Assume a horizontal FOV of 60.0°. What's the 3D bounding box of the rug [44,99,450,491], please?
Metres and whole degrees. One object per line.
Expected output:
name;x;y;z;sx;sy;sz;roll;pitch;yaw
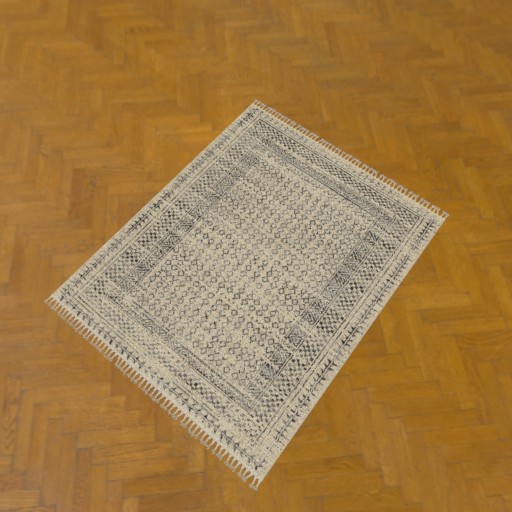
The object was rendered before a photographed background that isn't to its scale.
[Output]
rug;0.000;0.000;3.949;2.312;0.013;2.940;36;70;15
